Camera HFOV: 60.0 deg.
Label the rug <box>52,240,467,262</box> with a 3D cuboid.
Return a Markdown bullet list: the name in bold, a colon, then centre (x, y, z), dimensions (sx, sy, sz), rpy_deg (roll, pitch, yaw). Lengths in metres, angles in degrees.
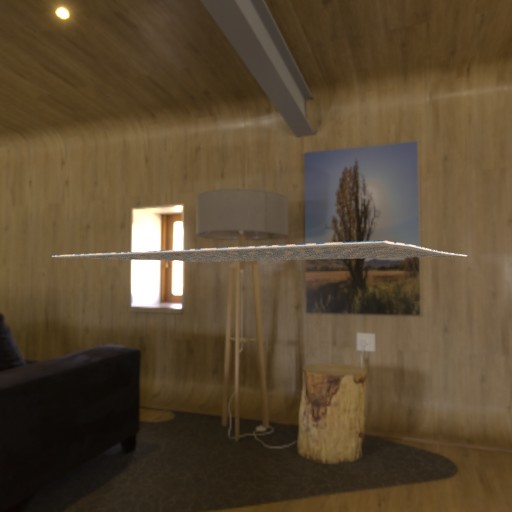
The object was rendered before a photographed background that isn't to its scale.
- **rug**: centre (0.000, 0.000, 2.321), dimensions (1.830, 0.011, 1.209), rpy_deg (-2, -3, 36)
